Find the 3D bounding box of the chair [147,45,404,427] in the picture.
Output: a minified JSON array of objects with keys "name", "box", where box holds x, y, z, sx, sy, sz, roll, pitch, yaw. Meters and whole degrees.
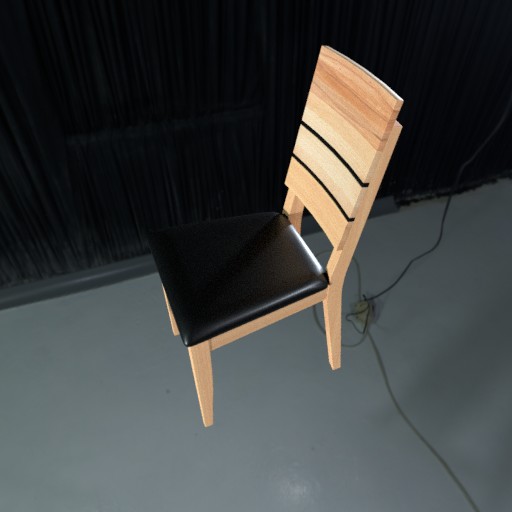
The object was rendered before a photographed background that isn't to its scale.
[{"name":"chair","box":[0.000,0.000,1.207,0.520,0.940,0.410,-16,47,-16]}]
